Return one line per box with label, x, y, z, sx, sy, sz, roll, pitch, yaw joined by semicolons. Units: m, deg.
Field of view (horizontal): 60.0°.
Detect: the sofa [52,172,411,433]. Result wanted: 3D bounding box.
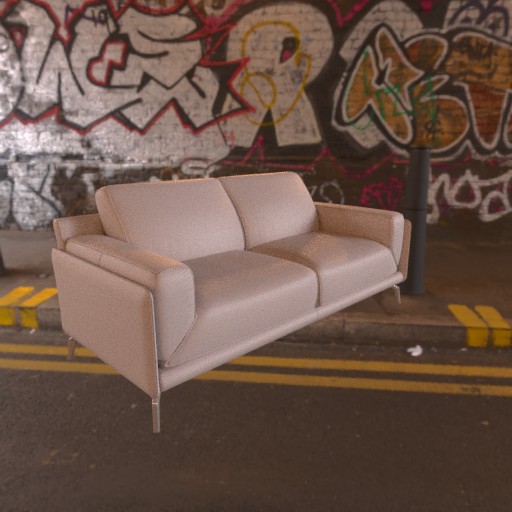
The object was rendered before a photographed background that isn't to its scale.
sofa;0.000;0.000;2.657;1.049;0.930;2.101;14;20;43
